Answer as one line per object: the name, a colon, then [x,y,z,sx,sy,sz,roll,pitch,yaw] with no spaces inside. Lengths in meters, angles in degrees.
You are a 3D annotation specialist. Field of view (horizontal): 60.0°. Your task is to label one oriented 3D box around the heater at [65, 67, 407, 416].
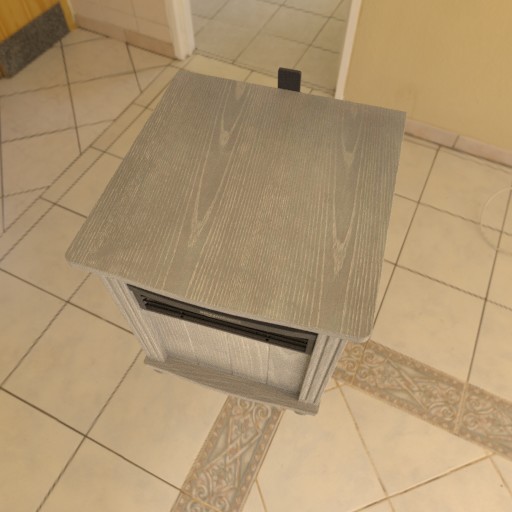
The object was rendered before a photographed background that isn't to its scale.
heater: [0.000,0.000,0.763,0.362,0.481,0.400,14,59,9]
